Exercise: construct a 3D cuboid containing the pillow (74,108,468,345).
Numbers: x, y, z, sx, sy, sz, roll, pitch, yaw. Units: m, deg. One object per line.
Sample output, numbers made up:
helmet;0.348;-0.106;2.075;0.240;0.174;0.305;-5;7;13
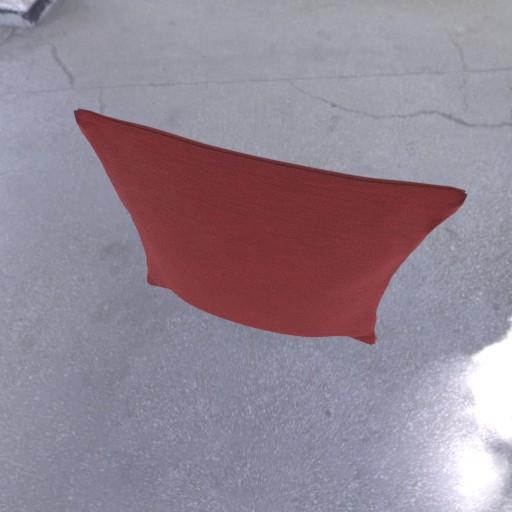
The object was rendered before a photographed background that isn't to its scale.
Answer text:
pillow;0.000;0.000;0.637;0.435;0.416;0.151;14;60;9
